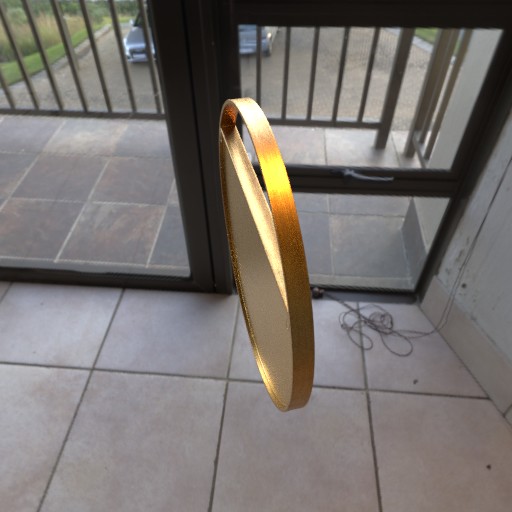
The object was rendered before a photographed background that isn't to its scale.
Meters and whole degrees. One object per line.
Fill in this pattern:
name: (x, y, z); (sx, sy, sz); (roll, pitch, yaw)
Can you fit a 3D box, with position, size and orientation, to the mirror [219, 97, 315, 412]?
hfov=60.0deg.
mirror: (0.000, 0.000, 0.840); (0.032, 0.565, 0.565); (-10, 47, -9)
